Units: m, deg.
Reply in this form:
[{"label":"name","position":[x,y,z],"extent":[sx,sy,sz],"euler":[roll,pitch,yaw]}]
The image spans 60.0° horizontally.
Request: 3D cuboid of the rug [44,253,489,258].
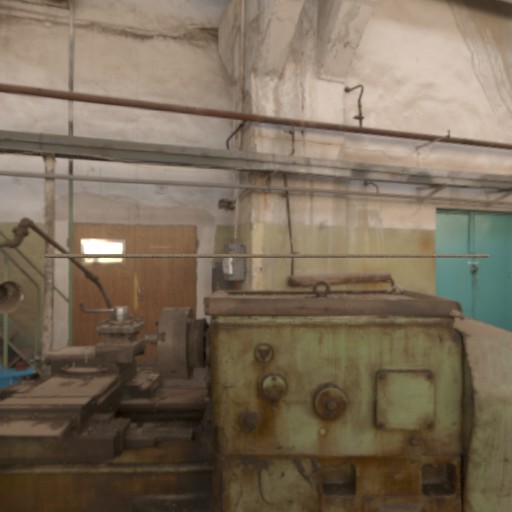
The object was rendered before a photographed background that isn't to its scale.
[{"label":"rug","position":[0.000,0.000,2.176],"extent":[1.748,0.014,1.144],"euler":[0,0,-18]}]
